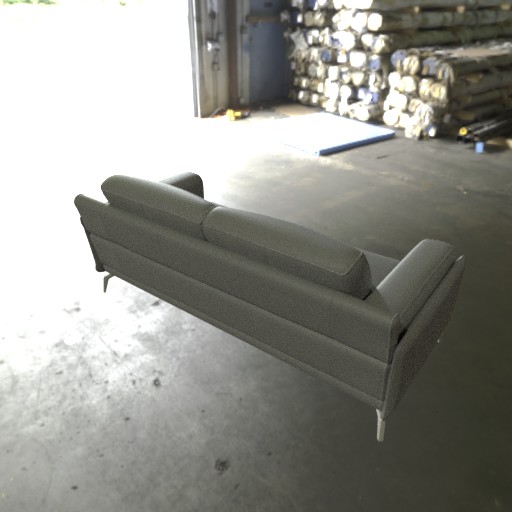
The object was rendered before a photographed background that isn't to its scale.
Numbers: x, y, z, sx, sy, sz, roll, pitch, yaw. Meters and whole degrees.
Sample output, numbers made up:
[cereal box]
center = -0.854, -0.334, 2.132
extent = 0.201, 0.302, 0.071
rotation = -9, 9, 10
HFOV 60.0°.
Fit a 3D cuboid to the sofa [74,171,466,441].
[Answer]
[sofa]
center = 0.000, 0.000, 2.605
extent = 2.100, 0.900, 0.969
rotation = 20, 36, 31
